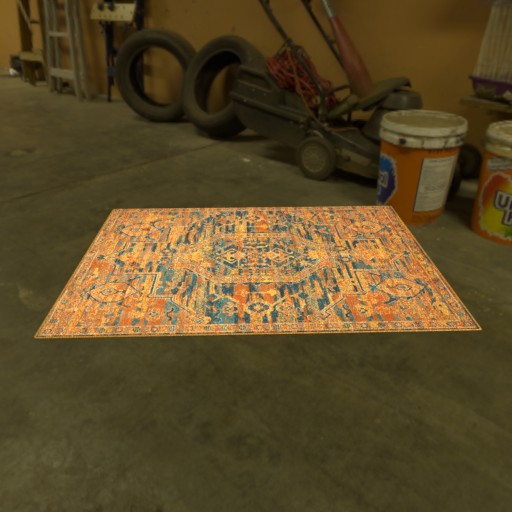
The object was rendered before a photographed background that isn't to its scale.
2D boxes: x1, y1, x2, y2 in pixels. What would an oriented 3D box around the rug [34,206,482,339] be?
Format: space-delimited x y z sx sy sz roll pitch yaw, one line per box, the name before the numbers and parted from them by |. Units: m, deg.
rug | 0.000 0.000 3.758 2.916 0.019 2.043 -1 30 -1
